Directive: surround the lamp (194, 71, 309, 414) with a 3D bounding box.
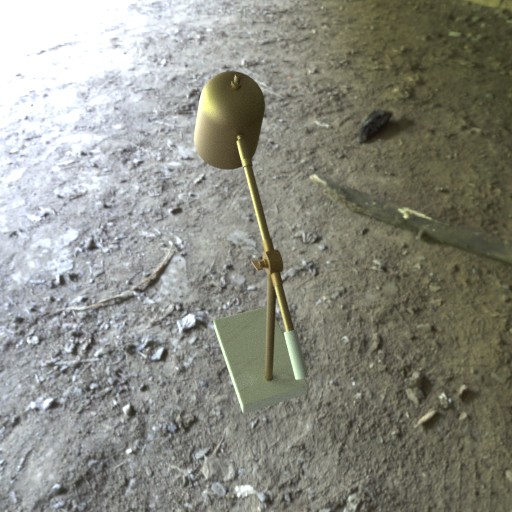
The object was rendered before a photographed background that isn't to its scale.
[{"bbox_3d":[0.000,0.000,0.819,0.144,0.603,0.471,-13,43,-14],"label":"lamp"}]
